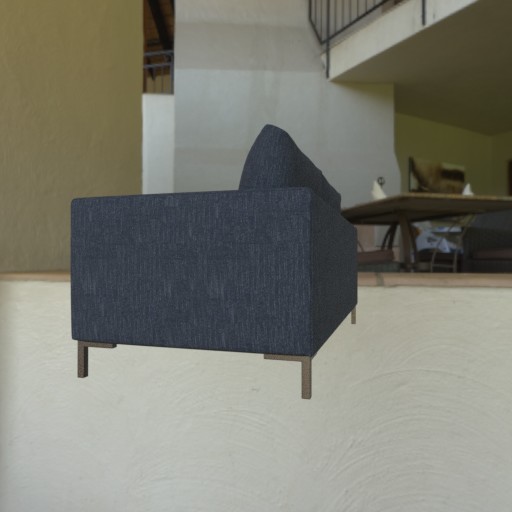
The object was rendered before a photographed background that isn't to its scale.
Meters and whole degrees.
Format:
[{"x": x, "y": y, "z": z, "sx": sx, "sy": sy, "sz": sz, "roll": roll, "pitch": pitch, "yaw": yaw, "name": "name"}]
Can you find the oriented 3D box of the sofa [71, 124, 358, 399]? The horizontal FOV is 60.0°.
[{"x": 0.000, "y": 0.000, "z": 2.212, "sx": 0.866, "sy": 0.862, "sz": 1.716, "roll": 0, "pitch": -1, "yaw": 17, "name": "sofa"}]
